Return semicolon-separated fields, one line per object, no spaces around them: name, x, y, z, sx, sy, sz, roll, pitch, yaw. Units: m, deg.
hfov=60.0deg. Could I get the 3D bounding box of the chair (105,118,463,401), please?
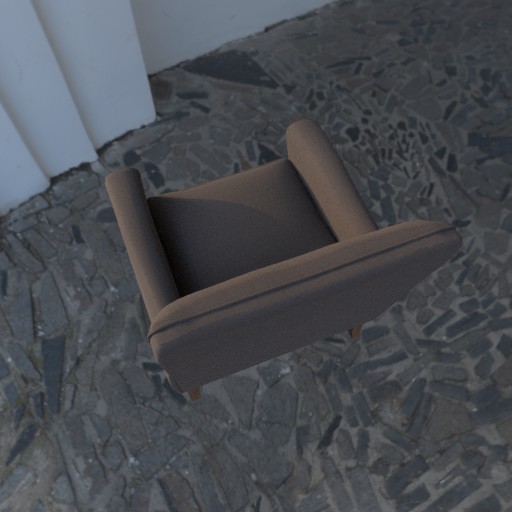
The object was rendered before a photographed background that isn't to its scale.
chair;0.000;0.000;1.567;0.836;0.911;0.831;-18;59;-11
